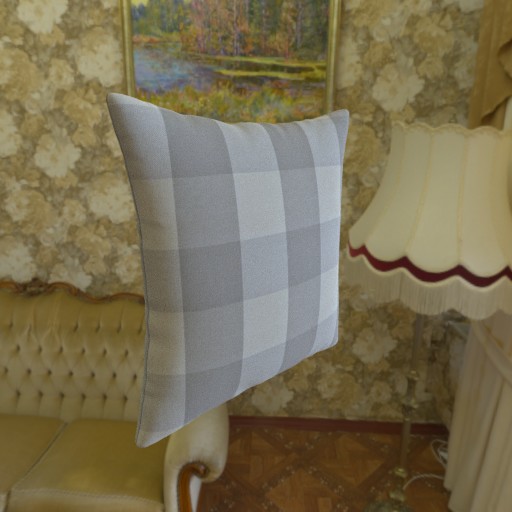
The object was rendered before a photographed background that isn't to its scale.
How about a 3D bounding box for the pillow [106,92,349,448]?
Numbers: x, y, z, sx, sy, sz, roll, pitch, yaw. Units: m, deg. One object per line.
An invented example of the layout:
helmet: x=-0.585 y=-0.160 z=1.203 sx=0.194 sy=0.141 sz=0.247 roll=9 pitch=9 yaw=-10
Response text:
pillow: x=0.000 y=0.000 z=0.777 sx=0.511 sy=0.509 sz=0.161 roll=-15 pitch=21 yaw=-43
